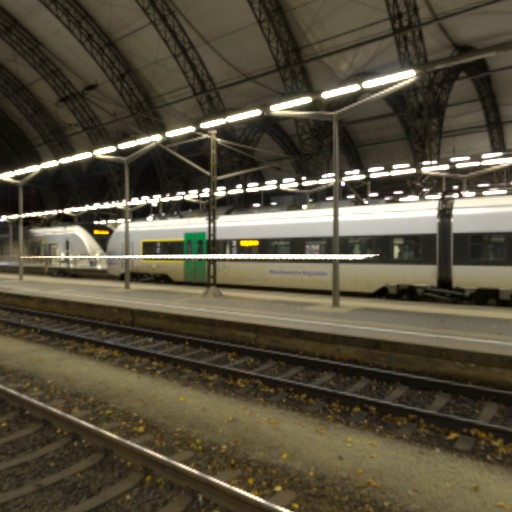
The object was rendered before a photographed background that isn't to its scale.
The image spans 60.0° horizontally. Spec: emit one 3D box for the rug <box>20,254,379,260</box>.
[{"bbox_3d":[0.000,0.000,2.971,1.532,0.010,2.441,0,1,17],"label":"rug"}]
